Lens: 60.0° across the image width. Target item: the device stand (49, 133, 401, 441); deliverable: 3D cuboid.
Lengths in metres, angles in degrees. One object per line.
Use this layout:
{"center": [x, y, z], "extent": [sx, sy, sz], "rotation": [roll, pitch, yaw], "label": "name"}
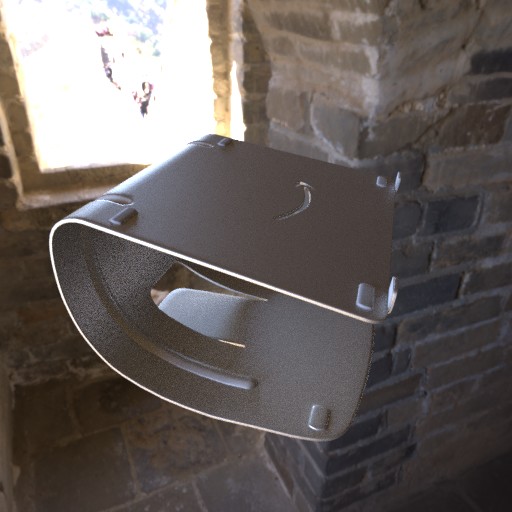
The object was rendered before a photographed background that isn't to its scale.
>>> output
{"center": [0.000, 0.000, 0.404], "extent": [0.236, 0.155, 0.256], "rotation": [8, 30, 14], "label": "device stand"}
